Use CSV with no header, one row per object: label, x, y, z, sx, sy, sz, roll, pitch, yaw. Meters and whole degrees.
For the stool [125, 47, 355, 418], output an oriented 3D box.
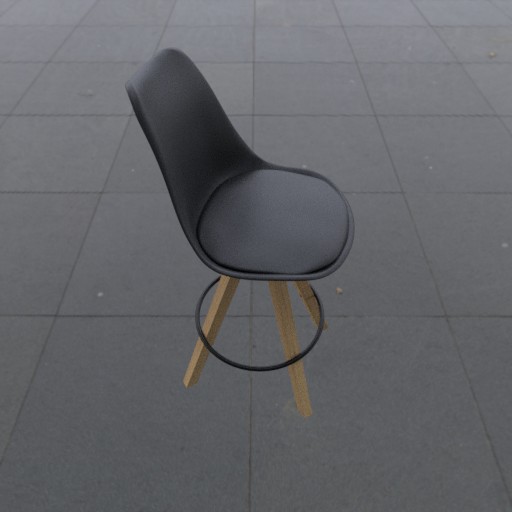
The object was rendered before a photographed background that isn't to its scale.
stool,0.000,0.000,1.358,0.550,1.115,0.485,11,47,10
